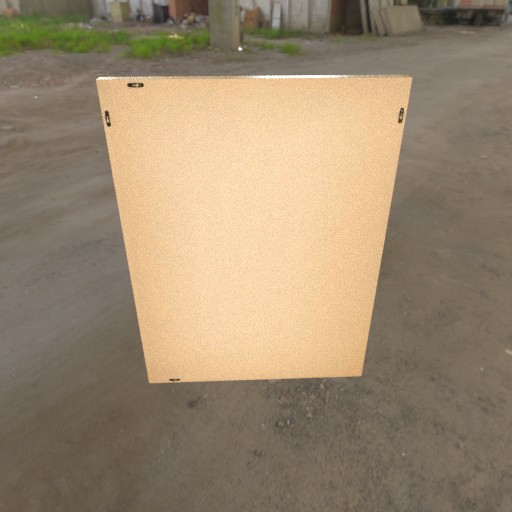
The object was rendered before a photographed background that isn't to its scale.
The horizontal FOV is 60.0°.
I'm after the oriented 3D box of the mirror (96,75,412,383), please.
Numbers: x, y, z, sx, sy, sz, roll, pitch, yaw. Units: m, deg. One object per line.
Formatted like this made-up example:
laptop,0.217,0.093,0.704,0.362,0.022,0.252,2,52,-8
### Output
mirror,0.000,0.000,1.341,0.762,1.016,0.041,-1,31,-2
